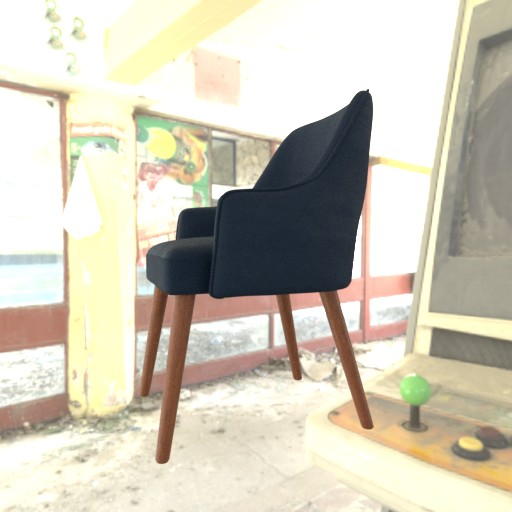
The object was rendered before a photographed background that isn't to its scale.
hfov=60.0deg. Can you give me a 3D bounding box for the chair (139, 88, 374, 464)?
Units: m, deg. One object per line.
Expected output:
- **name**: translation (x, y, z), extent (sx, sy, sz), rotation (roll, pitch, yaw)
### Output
- **chair**: translation (0.000, 0.000, 1.210), extent (0.591, 0.844, 0.559), rotation (-1, 2, -19)
